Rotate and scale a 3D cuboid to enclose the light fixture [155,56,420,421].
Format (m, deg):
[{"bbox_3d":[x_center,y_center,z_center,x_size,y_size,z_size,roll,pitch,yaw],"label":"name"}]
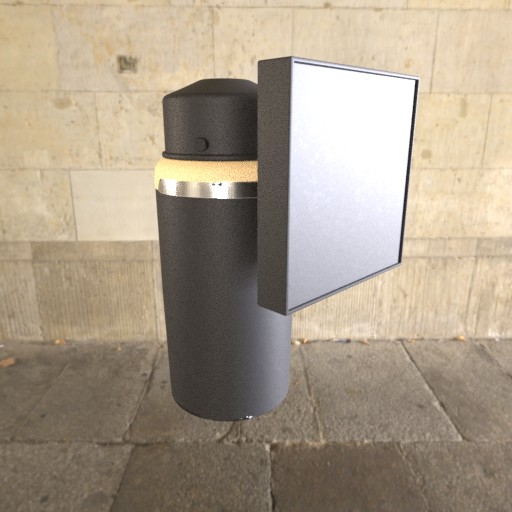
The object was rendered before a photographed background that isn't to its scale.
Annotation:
[{"bbox_3d":[0.000,0.000,0.343,0.176,0.257,0.130,16,23,43],"label":"light fixture"}]
